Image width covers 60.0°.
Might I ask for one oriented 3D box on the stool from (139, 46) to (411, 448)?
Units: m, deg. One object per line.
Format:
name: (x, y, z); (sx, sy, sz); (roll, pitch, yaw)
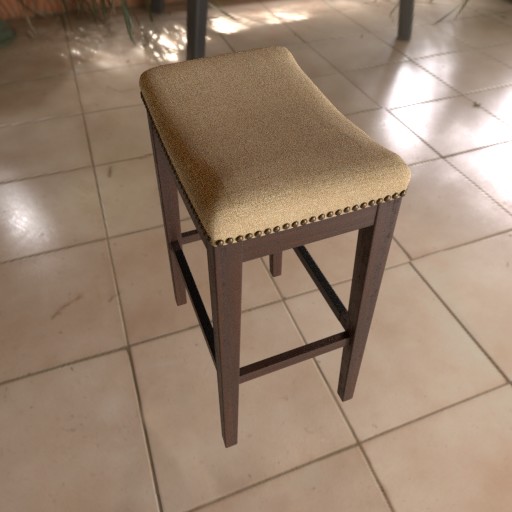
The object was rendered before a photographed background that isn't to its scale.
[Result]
stool: (0.000, 0.000, 1.043); (0.363, 0.768, 0.509); (-16, 48, -15)
